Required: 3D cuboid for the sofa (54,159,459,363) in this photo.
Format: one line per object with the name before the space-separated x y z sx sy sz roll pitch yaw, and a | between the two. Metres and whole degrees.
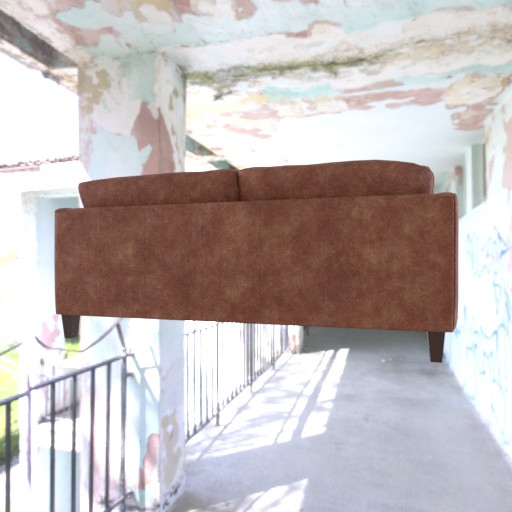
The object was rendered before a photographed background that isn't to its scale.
sofa | 0.000 0.000 2.468 1.971 0.863 0.923 0 0 18
